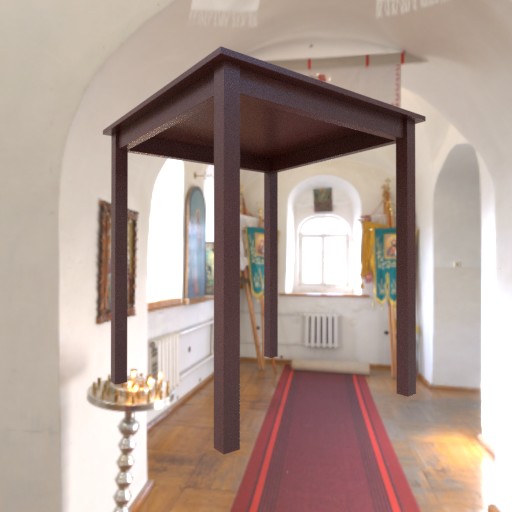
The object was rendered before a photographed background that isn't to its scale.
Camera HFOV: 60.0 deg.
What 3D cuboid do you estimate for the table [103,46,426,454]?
[{"bbox_3d":[0.000,0.000,1.656,0.861,0.991,0.861,0,-1,-37],"label":"table"}]
